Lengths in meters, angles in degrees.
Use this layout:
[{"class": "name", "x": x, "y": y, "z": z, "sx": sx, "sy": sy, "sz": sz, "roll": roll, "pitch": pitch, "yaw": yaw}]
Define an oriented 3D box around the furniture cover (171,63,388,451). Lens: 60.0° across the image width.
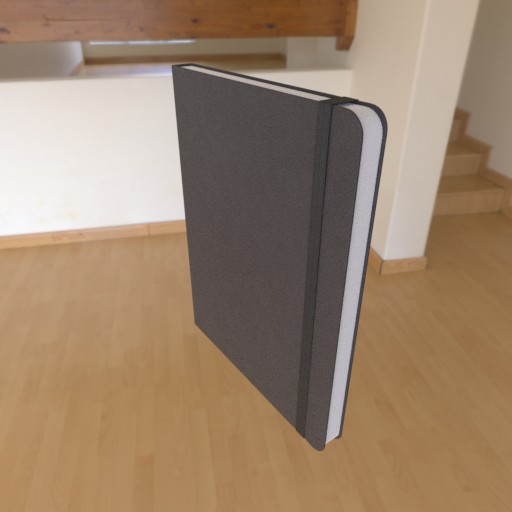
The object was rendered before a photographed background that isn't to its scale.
[{"class": "furniture cover", "x": 0.000, "y": 0.000, "z": 0.377, "sx": 0.023, "sy": 0.281, "sz": 0.216, "roll": -20, "pitch": 36, "yaw": -31}]
